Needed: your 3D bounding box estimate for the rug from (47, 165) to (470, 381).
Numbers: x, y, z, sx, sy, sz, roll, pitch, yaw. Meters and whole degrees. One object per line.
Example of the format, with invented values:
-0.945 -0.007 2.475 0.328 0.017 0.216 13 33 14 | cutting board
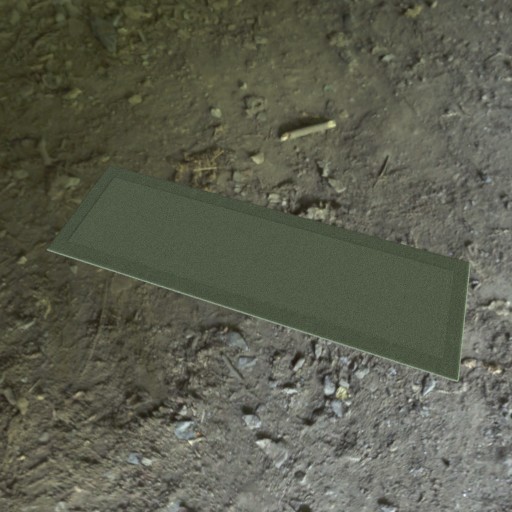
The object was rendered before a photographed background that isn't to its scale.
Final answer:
0.000 0.000 2.655 2.430 0.012 0.759 16 58 11 | rug
